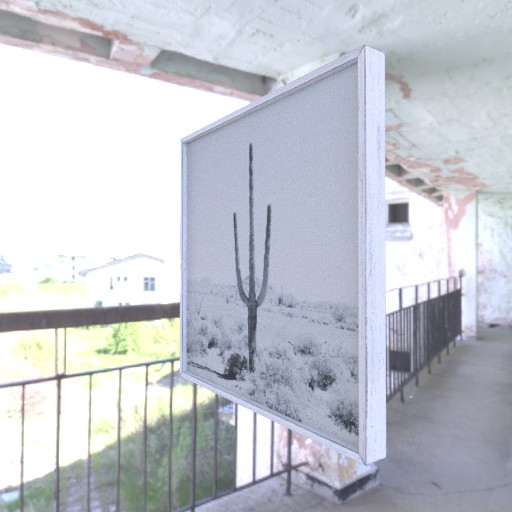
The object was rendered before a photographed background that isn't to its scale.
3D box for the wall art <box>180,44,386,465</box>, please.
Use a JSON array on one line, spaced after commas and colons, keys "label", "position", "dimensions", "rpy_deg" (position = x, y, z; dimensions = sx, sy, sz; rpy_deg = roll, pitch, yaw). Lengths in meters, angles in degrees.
[{"label": "wall art", "position": [0.000, 0.000, 0.752], "dimensions": [0.038, 0.508, 0.508], "rpy_deg": [0, -1, -35]}]
